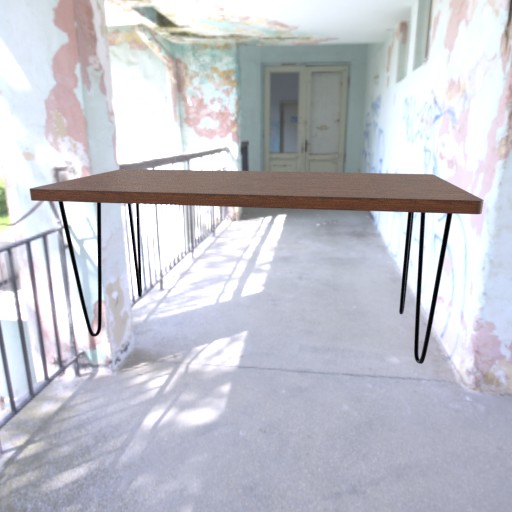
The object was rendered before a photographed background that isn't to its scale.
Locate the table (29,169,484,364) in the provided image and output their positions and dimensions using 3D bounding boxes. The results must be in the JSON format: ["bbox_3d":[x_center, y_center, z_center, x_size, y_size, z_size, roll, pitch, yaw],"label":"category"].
[{"bbox_3d":[0.000,0.000,2.229,1.791,0.753,0.883,3,17,9],"label":"table"}]
